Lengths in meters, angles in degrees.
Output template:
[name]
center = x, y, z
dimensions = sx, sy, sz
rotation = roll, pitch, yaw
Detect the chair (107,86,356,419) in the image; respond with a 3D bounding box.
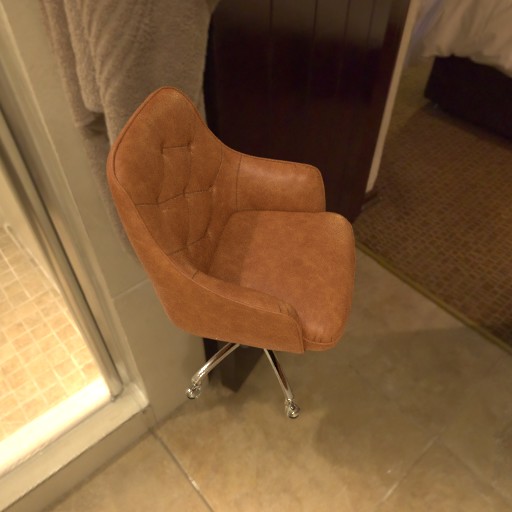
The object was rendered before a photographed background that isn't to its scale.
[chair]
center = 0.000, 0.000, 1.358
dimensions = 0.615, 0.909, 0.628
rotation = 9, 47, 8
